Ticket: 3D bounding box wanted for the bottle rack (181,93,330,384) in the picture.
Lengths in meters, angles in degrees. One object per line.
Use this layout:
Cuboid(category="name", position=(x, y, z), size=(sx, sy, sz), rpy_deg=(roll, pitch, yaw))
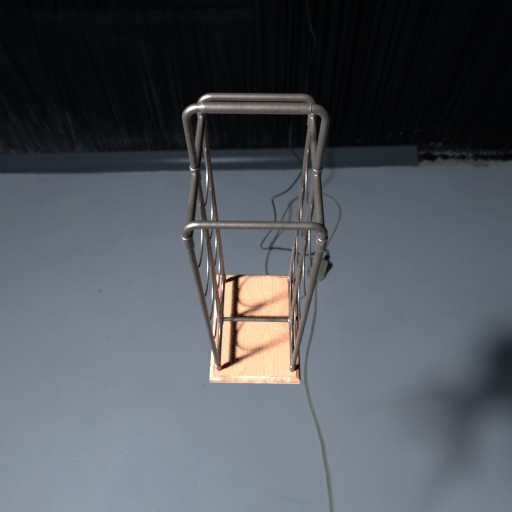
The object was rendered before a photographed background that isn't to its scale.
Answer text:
Cuboid(category="bottle rack", position=(0.000, 0.000, 0.800), size=(0.208, 0.680, 0.276), rpy_deg=(1, 59, 0))
